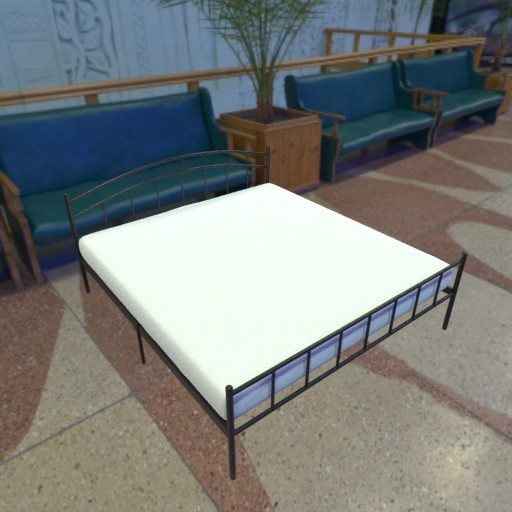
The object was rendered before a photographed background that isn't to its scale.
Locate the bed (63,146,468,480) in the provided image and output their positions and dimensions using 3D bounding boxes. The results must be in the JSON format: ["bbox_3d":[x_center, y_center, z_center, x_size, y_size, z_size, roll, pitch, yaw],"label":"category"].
[{"bbox_3d":[0.000,0.000,3.124,1.880,0.940,2.040,-21,37,-32],"label":"bed"}]
